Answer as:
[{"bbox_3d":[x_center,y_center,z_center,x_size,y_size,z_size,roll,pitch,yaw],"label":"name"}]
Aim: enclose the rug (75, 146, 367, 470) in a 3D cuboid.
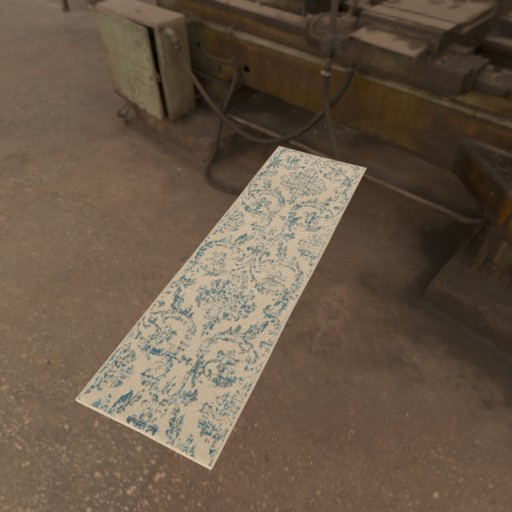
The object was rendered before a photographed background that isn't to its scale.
[{"bbox_3d":[0.000,0.000,2.471,0.662,0.011,2.196,19,48,17],"label":"rug"}]
